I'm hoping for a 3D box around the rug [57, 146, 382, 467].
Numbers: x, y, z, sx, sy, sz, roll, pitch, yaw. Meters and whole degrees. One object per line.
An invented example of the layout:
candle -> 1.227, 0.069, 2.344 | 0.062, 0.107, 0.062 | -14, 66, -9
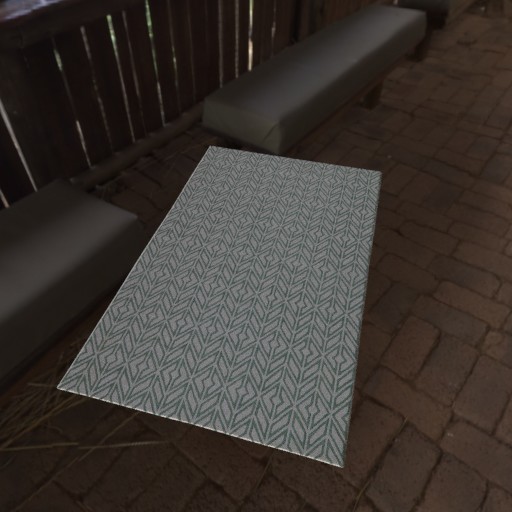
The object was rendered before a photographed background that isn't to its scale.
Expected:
rug -> 0.000, 0.000, 3.021 | 1.517, 0.011, 2.435 | 11, 47, 11
